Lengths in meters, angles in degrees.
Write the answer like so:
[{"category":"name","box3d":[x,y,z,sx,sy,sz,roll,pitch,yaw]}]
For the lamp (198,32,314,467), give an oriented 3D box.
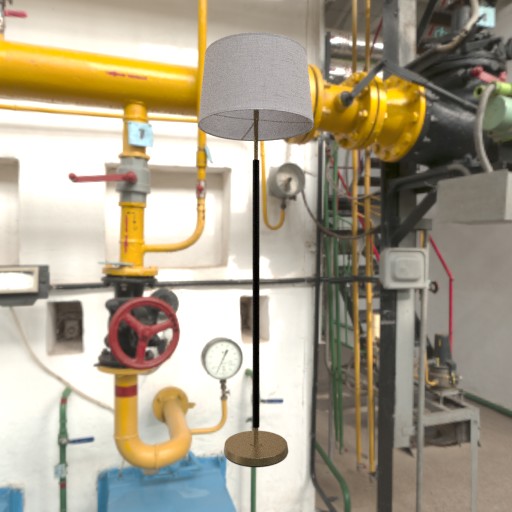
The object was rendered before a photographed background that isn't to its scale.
[{"category":"lamp","box3d":[0.000,0.000,1.624,0.420,1.447,0.420,0,1,0]}]
